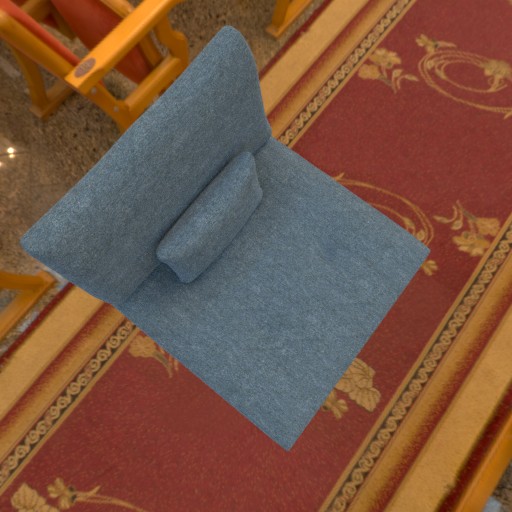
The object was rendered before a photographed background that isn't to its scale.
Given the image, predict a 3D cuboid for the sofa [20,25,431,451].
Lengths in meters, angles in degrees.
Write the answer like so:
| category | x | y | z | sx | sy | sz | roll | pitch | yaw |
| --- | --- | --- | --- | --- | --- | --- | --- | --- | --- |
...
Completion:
| category | x | y | z | sx | sy | sz | roll | pitch | yaw |
| --- | --- | --- | --- | --- | --- | --- | --- | --- | --- |
| sofa | 0.000 | 0.000 | 1.579 | 1.000 | 0.820 | 0.930 | 37 | 79 | 9 |
